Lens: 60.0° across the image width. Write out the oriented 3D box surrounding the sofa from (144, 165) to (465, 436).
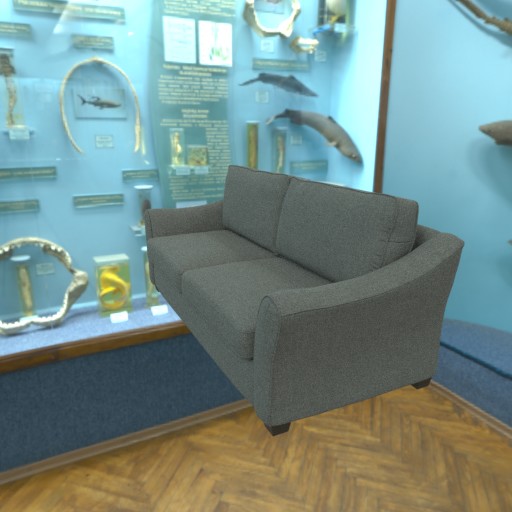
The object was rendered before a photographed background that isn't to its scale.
[{"bbox_3d":[0.000,0.000,2.779,1.013,0.976,2.203,-8,18,-25],"label":"sofa"}]
